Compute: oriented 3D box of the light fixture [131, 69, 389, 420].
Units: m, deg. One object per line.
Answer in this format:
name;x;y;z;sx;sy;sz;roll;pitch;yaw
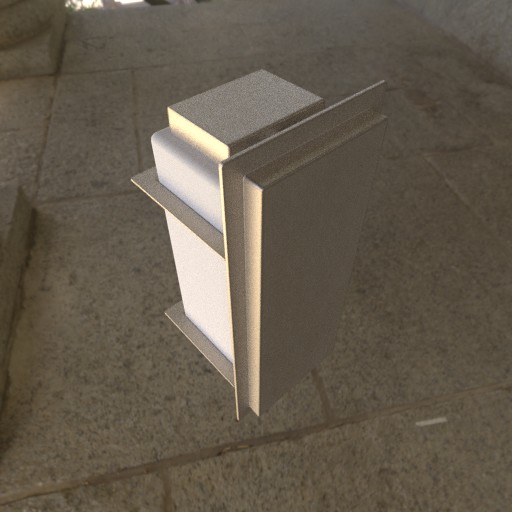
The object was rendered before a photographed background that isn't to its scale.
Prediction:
light fixture;0.000;0.000;0.479;0.168;0.380;0.160;-33;55;-27
